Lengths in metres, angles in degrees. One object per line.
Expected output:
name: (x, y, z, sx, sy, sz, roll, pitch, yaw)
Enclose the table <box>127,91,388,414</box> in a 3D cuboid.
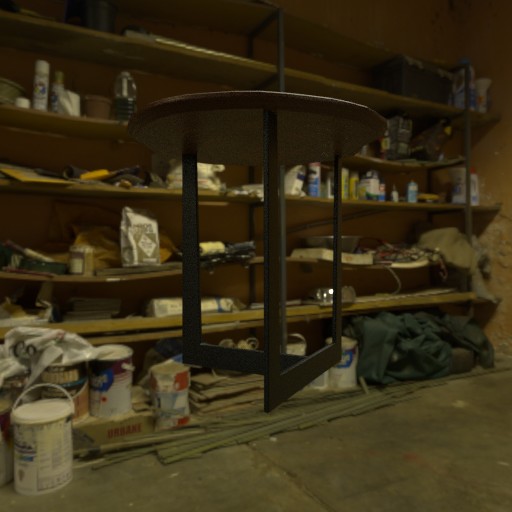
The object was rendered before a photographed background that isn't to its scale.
table: (0.000, 0.000, 0.867, 0.494, 0.476, 0.477, 0, 0, 17)
